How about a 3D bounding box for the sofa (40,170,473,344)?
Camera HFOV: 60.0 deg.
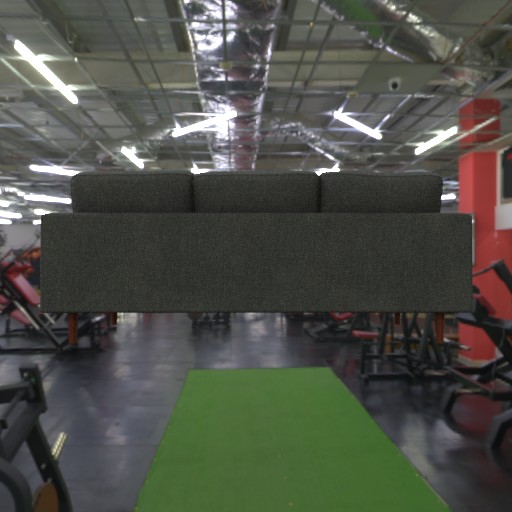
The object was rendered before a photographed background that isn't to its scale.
[{"bbox_3d":[0.000,0.000,2.709,2.246,0.930,0.903,0,-1,0],"label":"sofa"}]
